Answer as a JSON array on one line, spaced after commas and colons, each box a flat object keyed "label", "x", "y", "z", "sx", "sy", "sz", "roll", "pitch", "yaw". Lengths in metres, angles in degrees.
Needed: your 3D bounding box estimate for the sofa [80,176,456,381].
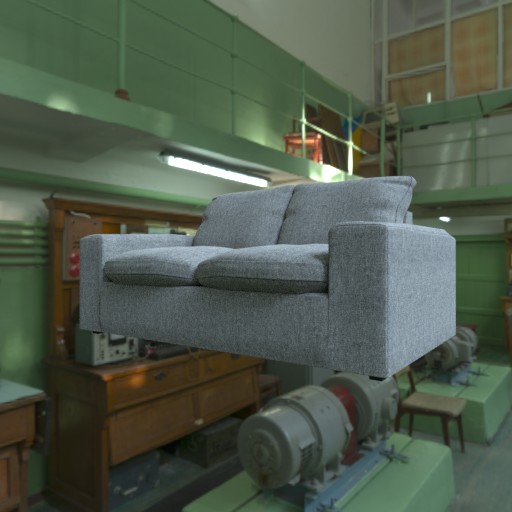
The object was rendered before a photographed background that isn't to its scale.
[{"label": "sofa", "x": 0.000, "y": 0.000, "z": 2.359, "sx": 1.758, "sy": 0.877, "sz": 1.094, "roll": 0, "pitch": 0, "yaw": 36}]
